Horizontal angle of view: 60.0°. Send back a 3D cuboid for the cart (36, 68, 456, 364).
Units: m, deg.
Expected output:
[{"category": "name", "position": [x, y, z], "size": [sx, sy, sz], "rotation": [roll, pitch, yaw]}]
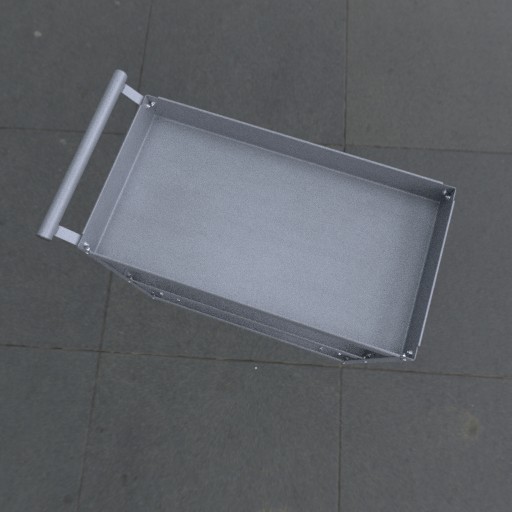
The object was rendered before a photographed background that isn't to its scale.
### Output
[{"category": "cart", "position": [0.000, 0.000, 1.185], "size": [0.719, 0.780, 0.366], "rotation": [18, 77, 4]}]
